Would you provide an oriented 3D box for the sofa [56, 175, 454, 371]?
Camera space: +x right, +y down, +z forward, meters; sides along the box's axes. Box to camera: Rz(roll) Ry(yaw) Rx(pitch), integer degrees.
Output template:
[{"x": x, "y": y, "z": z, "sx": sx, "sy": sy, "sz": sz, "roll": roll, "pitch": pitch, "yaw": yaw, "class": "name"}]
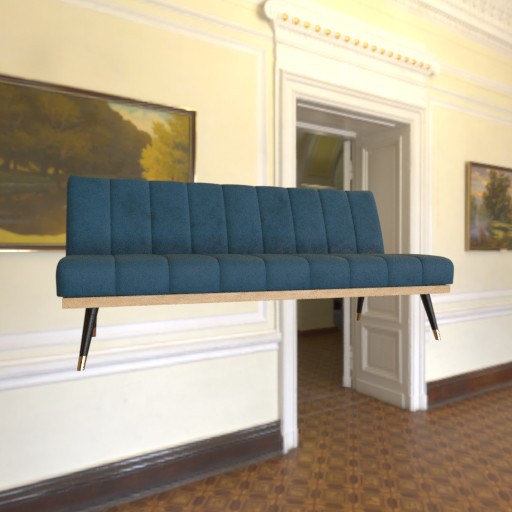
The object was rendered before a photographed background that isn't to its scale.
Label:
[{"x": 0.000, "y": 0.000, "z": 2.258, "sx": 1.810, "sy": 0.825, "sz": 0.830, "roll": 0, "pitch": 1, "yaw": -20, "class": "sofa"}]
